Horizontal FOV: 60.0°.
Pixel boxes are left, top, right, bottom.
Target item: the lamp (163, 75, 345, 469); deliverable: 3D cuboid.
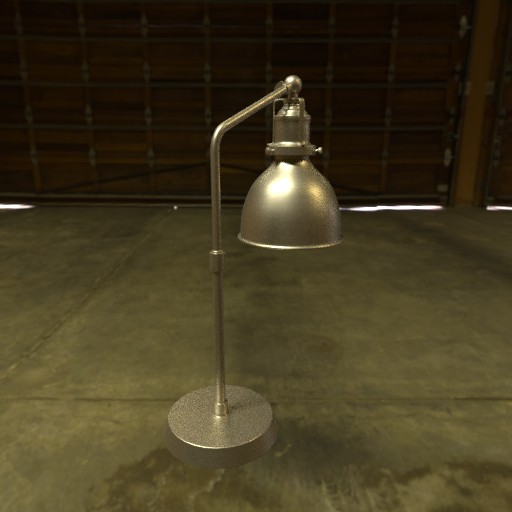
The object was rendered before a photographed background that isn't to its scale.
[{"bbox_3d":[0.000,0.000,0.584,0.286,0.456,0.153,-14,21,-43],"label":"lamp"}]
